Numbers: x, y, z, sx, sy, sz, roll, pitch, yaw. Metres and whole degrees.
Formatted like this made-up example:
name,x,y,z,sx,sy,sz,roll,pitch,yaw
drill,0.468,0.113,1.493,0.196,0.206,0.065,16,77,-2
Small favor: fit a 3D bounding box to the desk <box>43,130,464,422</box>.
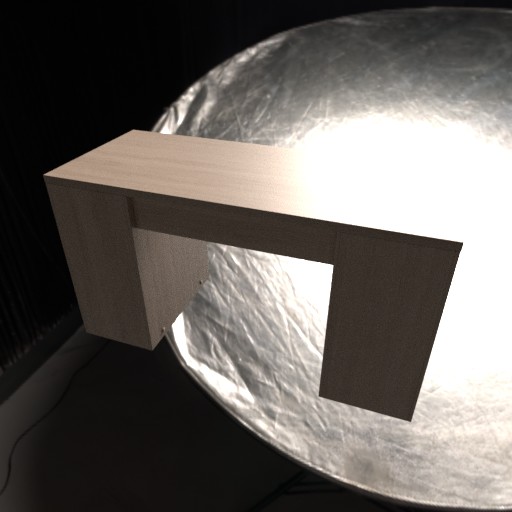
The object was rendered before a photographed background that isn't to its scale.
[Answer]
name,x,y,z,sx,sy,sz,roll,pitch,yaw
desk,0.000,0.000,1.806,1.390,0.740,0.600,11,34,17
